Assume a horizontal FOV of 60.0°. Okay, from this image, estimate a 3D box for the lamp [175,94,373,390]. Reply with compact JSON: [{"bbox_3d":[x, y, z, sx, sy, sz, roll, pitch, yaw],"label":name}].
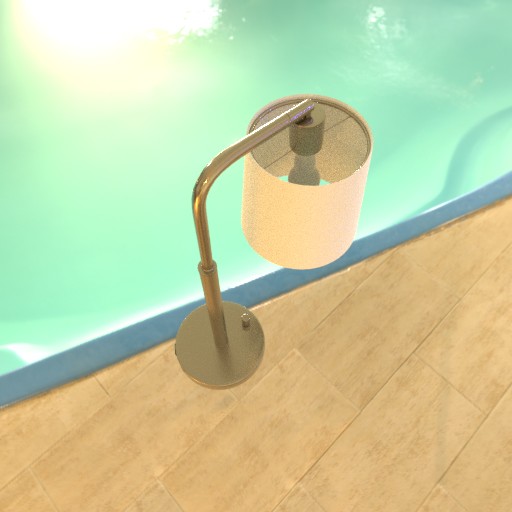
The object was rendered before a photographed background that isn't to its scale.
[{"bbox_3d":[0.000,0.000,0.653,0.333,0.489,0.171,-34,64,-19],"label":"lamp"}]
